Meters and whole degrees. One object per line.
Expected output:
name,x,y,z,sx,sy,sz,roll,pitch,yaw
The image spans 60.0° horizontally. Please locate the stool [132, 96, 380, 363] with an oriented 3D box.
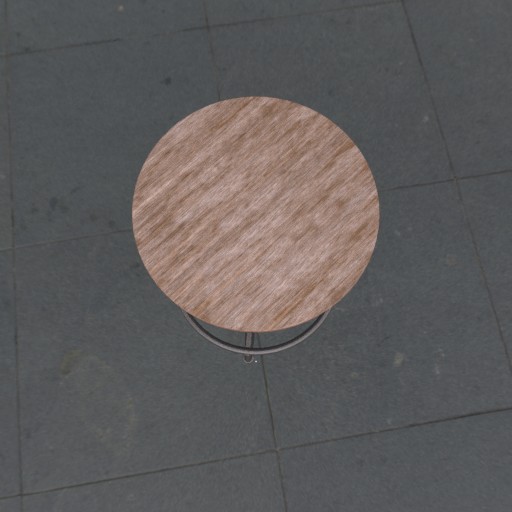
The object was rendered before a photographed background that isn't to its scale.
stool,0.000,0.000,0.921,0.439,0.609,0.439,5,77,1
